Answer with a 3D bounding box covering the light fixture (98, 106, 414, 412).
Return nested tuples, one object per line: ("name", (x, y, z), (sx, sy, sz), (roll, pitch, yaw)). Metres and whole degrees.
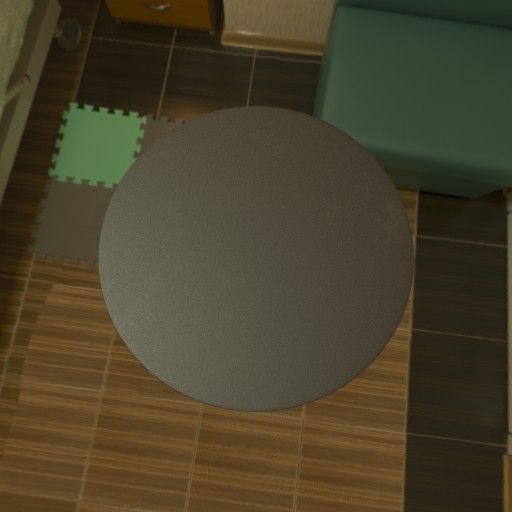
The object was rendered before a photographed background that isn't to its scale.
("light fixture", (0.000, 0.000, 0.546), (0.356, 0.102, 0.356), (0, 76, 0))
